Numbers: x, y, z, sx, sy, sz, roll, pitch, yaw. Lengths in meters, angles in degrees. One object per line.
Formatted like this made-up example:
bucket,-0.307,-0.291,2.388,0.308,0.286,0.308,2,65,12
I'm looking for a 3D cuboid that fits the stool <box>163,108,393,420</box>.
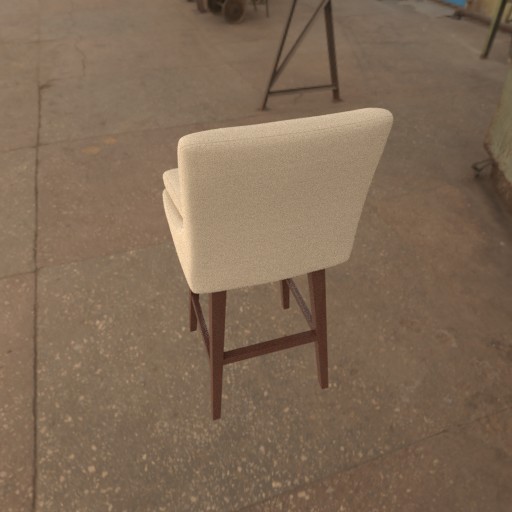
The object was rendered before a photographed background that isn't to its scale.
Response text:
stool,0.000,0.000,1.378,0.483,1.093,0.559,-12,43,-13
